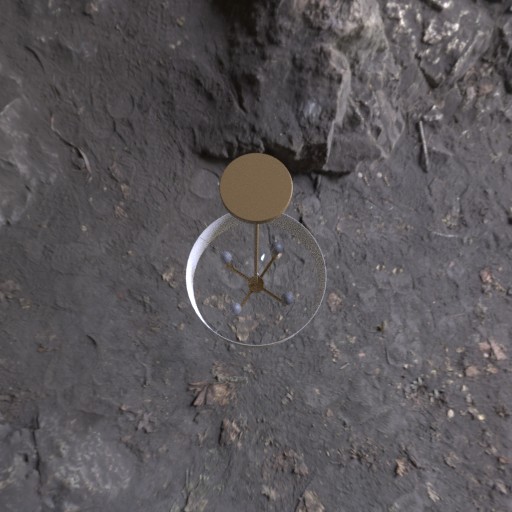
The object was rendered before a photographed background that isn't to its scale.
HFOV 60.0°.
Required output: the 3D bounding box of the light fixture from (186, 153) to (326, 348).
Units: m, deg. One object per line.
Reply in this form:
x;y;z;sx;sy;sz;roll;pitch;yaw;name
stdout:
0.000;0.000;1.337;0.508;1.067;0.508;0;76;0;light fixture
